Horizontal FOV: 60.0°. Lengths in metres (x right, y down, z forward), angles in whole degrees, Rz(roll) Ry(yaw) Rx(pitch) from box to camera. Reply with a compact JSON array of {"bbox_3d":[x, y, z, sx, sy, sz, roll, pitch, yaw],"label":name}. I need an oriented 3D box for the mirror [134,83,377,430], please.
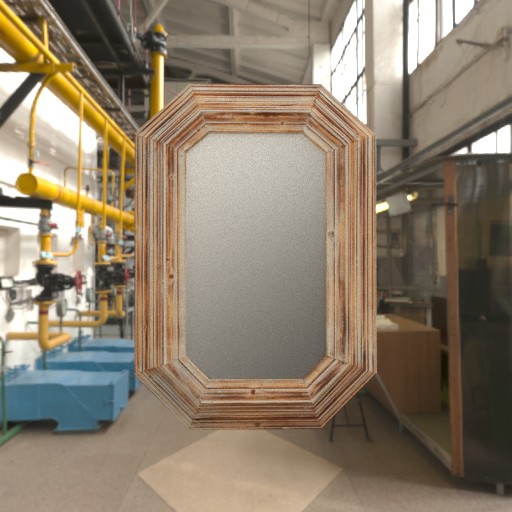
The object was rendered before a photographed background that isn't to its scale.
[{"bbox_3d":[0.000,0.000,1.290,0.709,1.015,0.061,0,0,-1],"label":"mirror"}]
